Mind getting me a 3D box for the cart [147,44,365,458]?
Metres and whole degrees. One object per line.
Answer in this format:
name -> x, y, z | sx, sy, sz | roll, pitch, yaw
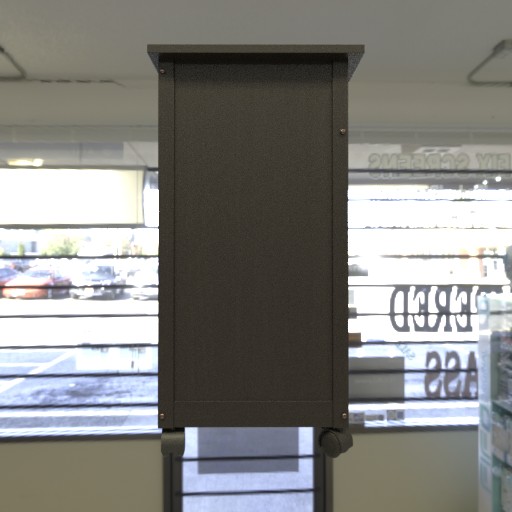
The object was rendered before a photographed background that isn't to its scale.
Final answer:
cart -> 0.000, 0.000, 1.252 | 0.456, 0.879, 0.660 | 0, 0, 0
